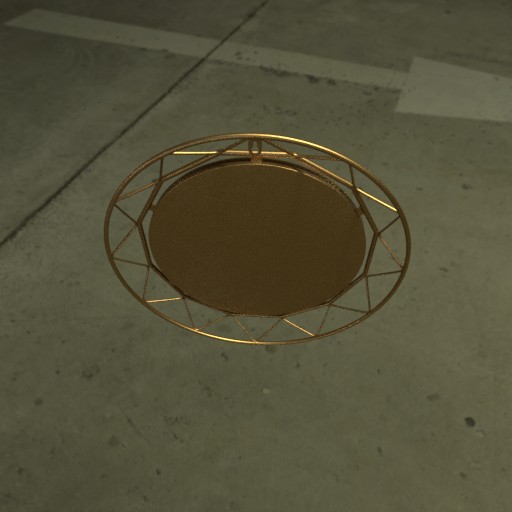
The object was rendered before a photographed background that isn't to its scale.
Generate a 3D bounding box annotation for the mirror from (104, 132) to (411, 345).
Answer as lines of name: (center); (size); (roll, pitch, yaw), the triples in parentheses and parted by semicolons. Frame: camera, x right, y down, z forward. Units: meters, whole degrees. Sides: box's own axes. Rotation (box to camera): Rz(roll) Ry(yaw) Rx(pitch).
mirror: (0.000, 0.000, 0.687); (0.454, 0.454, 0.043); (3, 47, 2)
